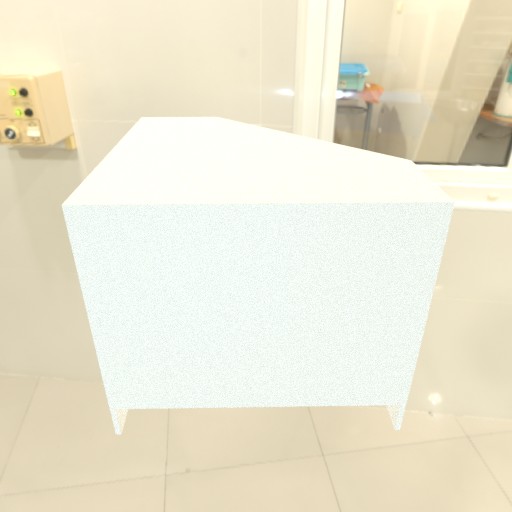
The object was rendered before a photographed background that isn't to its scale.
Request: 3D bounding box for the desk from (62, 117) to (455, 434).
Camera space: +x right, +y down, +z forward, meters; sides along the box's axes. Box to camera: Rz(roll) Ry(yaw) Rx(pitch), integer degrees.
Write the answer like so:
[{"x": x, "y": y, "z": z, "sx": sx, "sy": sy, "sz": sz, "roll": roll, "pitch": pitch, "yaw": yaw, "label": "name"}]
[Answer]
[{"x": 0.000, "y": 0.000, "z": 1.663, "sx": 0.940, "sy": 0.818, "sz": 0.926, "roll": -1, "pitch": 30, "yaw": -1, "label": "desk"}]
